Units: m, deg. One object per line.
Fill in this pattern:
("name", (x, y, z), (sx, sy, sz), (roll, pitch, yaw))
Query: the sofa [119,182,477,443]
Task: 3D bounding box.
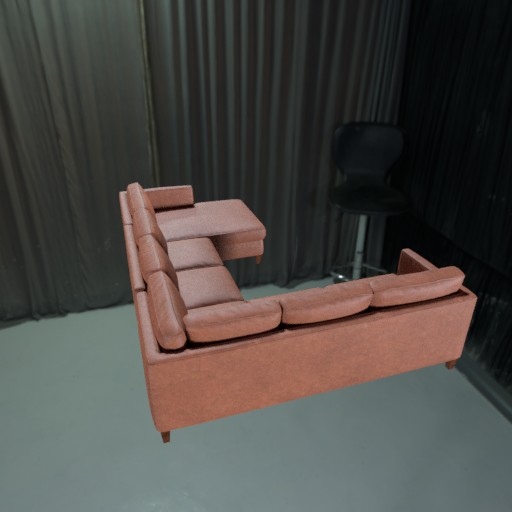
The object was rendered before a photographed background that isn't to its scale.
("sofa", (0.000, 0.000, 4.680), (2.593, 0.923, 3.460), (-9, 29, -16))
